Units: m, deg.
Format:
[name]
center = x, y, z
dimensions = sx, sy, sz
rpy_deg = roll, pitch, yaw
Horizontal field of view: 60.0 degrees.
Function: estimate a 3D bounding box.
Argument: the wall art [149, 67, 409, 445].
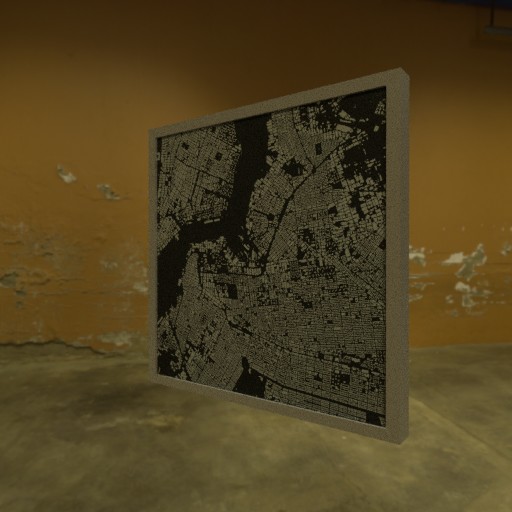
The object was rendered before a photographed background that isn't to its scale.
[wall art]
center = 0.000, 0.000, 0.758
dimensions = 0.506, 0.506, 0.038
rpy_deg = 0, 0, 36
